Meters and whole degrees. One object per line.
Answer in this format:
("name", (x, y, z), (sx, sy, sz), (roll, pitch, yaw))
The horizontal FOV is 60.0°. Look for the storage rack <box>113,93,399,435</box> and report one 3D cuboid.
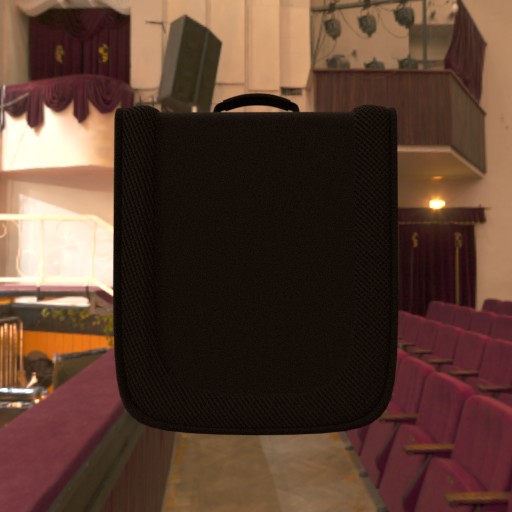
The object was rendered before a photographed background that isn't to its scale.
("storage rack", (0.000, 0.000, 0.539), (0.297, 0.387, 0.168), (0, -2, 0))
